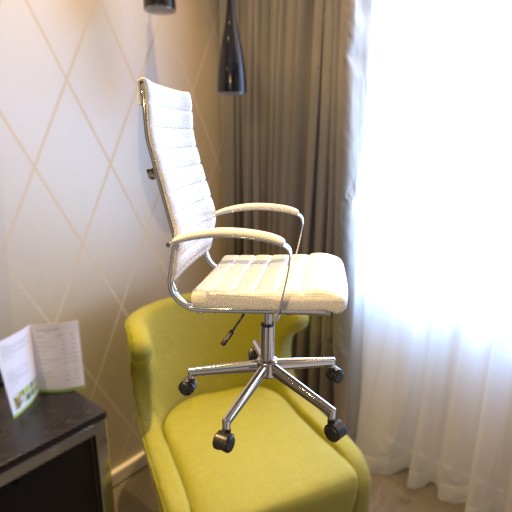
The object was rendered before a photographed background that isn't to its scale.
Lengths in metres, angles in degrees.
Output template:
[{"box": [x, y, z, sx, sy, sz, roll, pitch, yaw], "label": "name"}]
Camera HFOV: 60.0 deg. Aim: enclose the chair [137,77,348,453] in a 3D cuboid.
[{"box": [0.000, 0.000, 1.576, 0.679, 1.149, 0.679, 2, 15, 9], "label": "chair"}]
